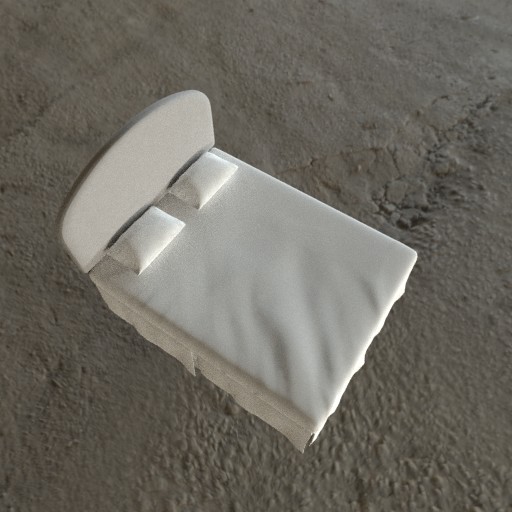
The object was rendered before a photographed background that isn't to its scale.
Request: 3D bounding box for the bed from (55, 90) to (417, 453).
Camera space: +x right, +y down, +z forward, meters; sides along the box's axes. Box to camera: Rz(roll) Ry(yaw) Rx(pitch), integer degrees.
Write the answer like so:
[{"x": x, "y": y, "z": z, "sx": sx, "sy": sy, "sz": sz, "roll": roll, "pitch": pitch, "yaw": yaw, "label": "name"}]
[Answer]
[{"x": 0.000, "y": 0.000, "z": 3.113, "sx": 2.005, "sy": 1.410, "sz": 1.607, "roll": 30, "pitch": 64, "yaw": 17, "label": "bed"}]
